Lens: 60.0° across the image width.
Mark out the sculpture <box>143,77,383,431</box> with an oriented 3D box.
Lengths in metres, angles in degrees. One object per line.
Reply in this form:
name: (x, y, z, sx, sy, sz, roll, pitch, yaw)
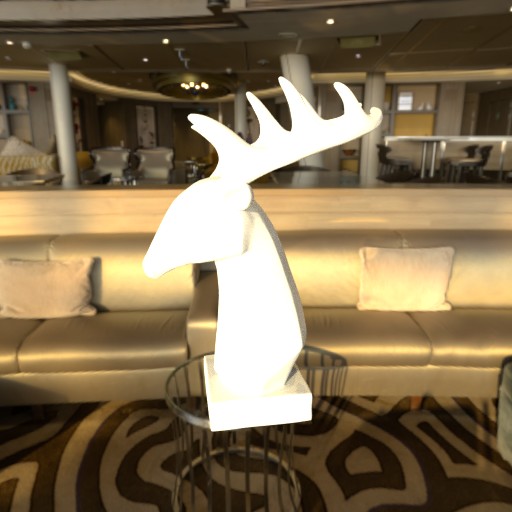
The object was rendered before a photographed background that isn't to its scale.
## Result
sculpture: (0.000, 0.000, 0.450, 0.224, 0.329, 0.174, -3, 15, -10)
